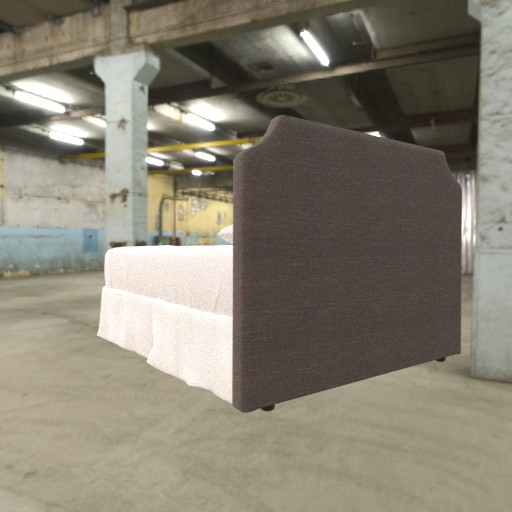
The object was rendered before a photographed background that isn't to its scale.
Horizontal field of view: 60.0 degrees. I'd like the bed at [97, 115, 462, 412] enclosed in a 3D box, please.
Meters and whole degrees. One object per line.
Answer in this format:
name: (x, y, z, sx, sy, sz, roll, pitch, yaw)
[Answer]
bed: (0.000, 0.000, 3.131, 1.693, 1.290, 2.116, -1, 2, -37)
